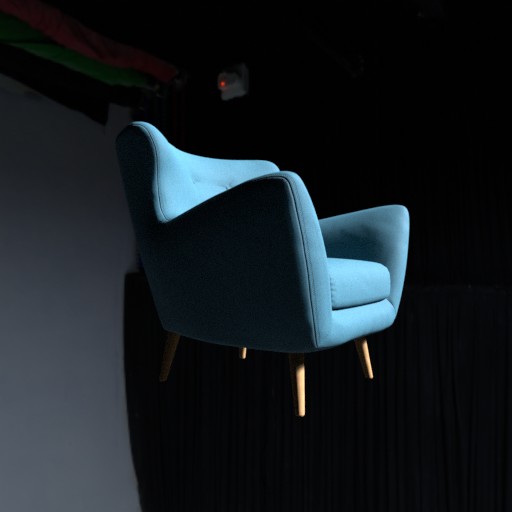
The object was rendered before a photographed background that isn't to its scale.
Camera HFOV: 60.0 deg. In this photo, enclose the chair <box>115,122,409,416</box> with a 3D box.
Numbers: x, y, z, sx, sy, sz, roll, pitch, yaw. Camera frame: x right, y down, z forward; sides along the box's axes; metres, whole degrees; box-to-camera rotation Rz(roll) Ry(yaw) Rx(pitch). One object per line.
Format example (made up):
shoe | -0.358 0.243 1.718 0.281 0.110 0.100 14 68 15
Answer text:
chair | 0.000 0.000 1.627 0.889 0.889 0.890 -1 -1 37
